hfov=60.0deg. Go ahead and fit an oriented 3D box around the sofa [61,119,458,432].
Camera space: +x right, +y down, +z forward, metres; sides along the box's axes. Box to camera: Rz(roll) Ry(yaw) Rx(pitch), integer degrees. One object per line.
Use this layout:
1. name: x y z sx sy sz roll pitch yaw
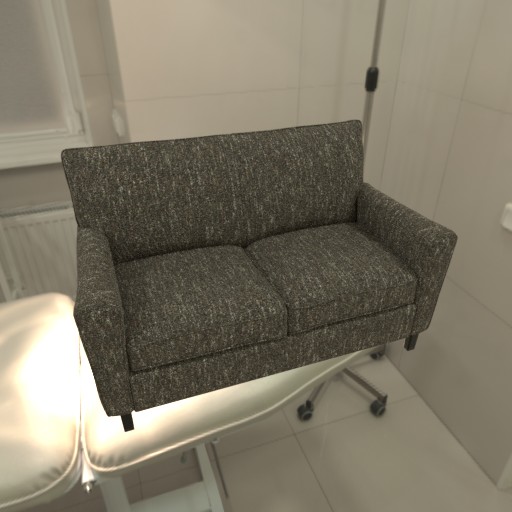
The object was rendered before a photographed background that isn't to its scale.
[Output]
1. sofa: 0.000 0.000 2.015 1.519 0.946 0.801 -11 33 -17
